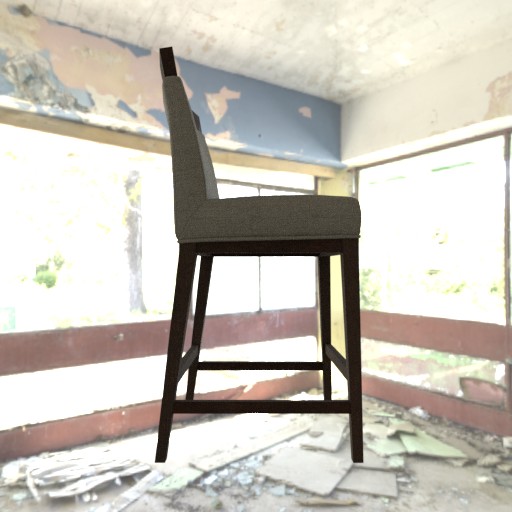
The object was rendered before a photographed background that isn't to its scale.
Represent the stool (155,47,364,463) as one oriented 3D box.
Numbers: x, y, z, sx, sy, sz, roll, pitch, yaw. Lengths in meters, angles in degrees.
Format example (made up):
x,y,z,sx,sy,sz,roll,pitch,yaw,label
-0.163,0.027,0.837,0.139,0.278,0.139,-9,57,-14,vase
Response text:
x,y,z,sx,sy,sz,roll,pitch,yaw,label
0.000,0.000,1.319,0.531,1.009,0.512,0,-1,0,stool
